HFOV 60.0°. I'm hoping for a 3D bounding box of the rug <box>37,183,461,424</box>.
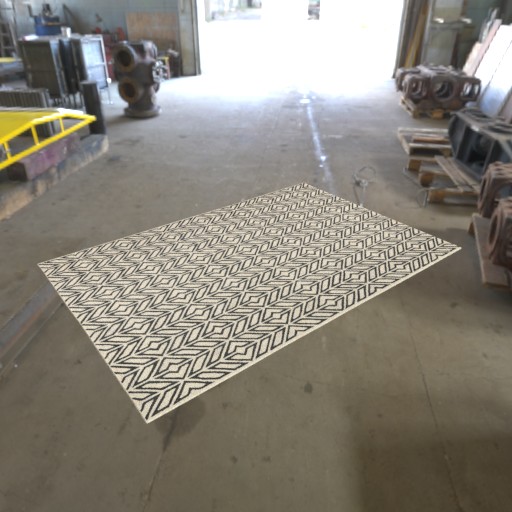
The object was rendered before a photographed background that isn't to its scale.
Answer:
[{"bbox_3d":[0.000,0.000,2.289,1.828,0.007,1.220,-22,36,-32],"label":"rug"}]
